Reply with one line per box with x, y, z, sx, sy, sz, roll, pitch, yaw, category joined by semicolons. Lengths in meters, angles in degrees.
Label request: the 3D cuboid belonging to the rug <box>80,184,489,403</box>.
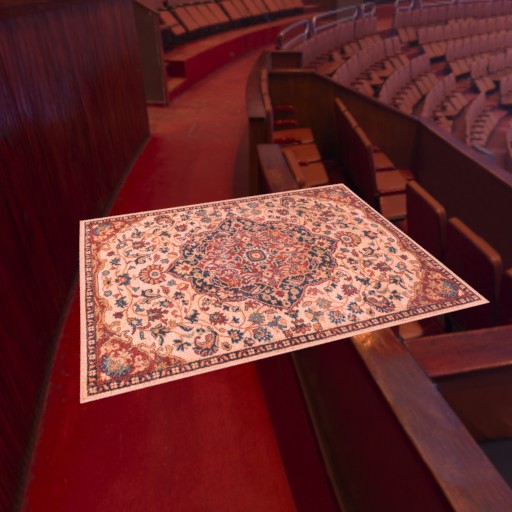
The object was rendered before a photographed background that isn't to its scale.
0.000;0.000;4.066;3.067;0.005;2.454;-10;34;-16;rug
